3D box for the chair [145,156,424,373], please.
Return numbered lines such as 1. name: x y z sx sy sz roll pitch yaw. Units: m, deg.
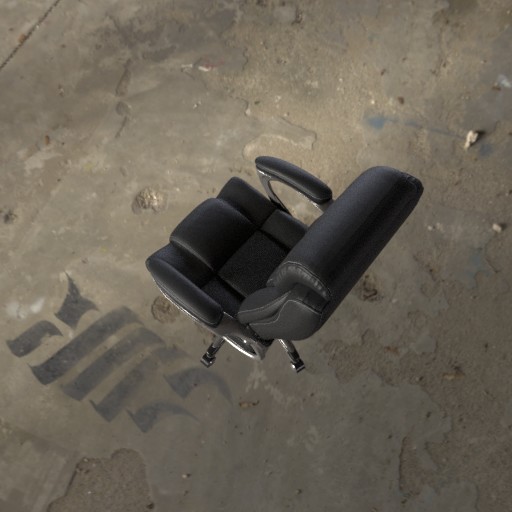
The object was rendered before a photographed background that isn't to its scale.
1. chair: 0.000 0.000 1.676 0.784 1.167 0.741 36 69 17
